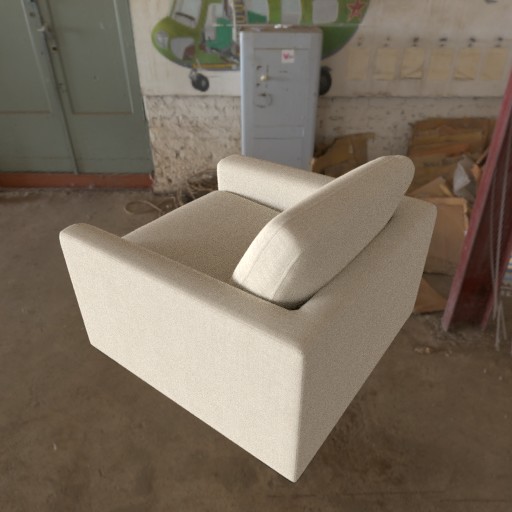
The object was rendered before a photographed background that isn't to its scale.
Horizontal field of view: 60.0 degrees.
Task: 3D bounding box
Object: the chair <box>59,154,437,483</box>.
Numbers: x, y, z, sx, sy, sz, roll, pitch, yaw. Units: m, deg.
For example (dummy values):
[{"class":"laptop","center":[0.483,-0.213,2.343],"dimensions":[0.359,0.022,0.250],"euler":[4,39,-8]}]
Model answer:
[{"class":"chair","center":[0.000,0.000,1.838],"dimensions":[1.100,0.876,1.070],"euler":[22,39,30]}]
